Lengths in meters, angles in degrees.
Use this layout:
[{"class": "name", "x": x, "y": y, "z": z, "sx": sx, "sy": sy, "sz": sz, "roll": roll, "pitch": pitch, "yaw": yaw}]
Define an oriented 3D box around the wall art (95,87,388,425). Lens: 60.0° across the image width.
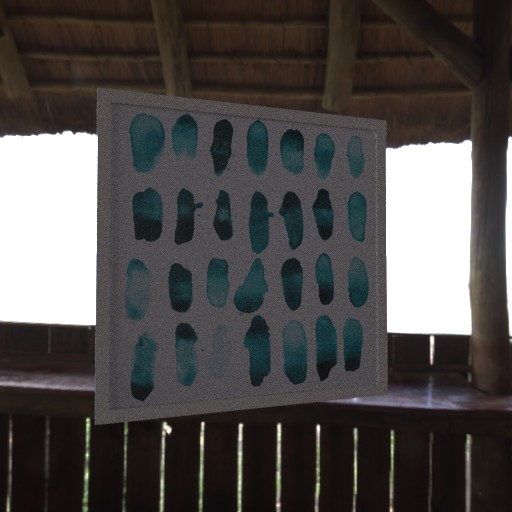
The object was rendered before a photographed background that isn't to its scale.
[{"class": "wall art", "x": 0.000, "y": 0.000, "z": 0.823, "sx": 0.558, "sy": 0.559, "sz": 0.009, "roll": 0, "pitch": -1, "yaw": -18}]
